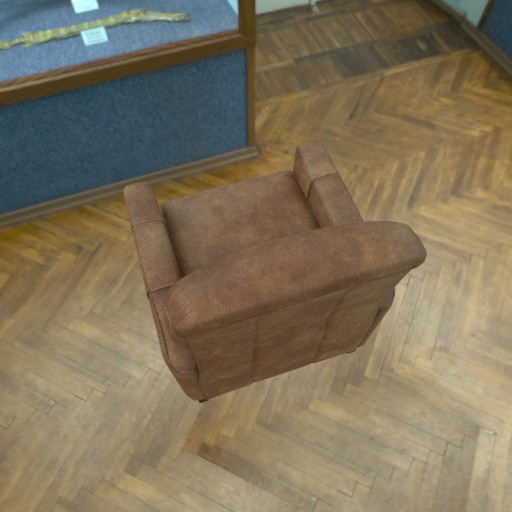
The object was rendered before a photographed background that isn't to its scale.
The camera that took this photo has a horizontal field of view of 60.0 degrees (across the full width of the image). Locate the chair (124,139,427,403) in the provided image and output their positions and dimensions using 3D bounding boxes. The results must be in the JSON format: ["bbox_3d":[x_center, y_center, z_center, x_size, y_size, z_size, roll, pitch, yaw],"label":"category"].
[{"bbox_3d":[0.000,0.000,1.691,0.843,1.043,0.836,-16,61,-9],"label":"chair"}]
